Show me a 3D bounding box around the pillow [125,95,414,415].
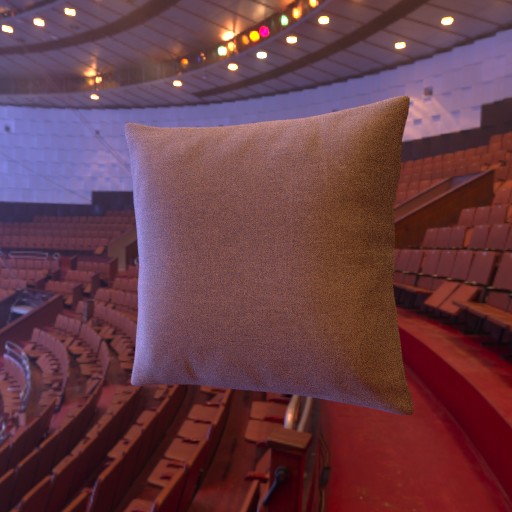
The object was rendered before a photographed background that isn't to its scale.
[{"bbox_3d":[0.000,0.000,0.778,0.523,0.506,0.166,0,1,18],"label":"pillow"}]
